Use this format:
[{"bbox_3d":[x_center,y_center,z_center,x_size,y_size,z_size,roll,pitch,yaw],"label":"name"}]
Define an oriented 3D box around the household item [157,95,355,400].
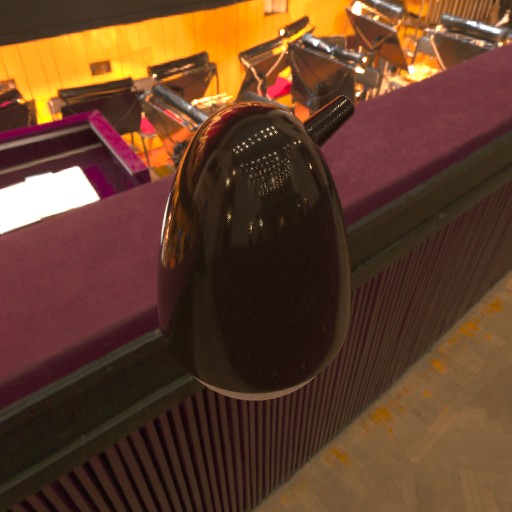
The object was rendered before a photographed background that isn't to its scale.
[{"bbox_3d":[0.000,0.000,0.217,0.104,0.152,0.102,-26,48,-26],"label":"household item"}]
